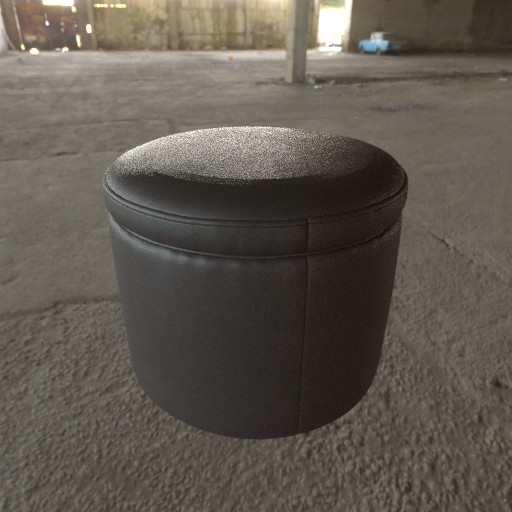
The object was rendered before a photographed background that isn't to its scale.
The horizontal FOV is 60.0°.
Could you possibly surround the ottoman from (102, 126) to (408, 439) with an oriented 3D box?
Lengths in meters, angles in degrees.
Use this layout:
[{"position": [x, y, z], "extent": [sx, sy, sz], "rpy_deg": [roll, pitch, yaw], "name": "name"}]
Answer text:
[{"position": [0.000, 0.000, 0.824], "extent": [0.500, 0.409, 0.500], "rpy_deg": [0, 27, 0], "name": "ottoman"}]
